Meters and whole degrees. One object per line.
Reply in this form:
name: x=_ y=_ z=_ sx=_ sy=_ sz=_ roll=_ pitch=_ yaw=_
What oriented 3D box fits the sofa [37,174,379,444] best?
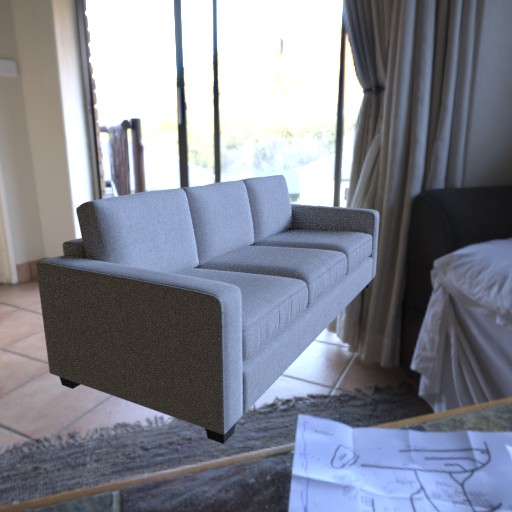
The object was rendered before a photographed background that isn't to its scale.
sofa: x=0.000 y=0.000 z=2.507 sx=0.900 sy=0.800 sz=2.120 roll=7 pitch=16 yaw=27
